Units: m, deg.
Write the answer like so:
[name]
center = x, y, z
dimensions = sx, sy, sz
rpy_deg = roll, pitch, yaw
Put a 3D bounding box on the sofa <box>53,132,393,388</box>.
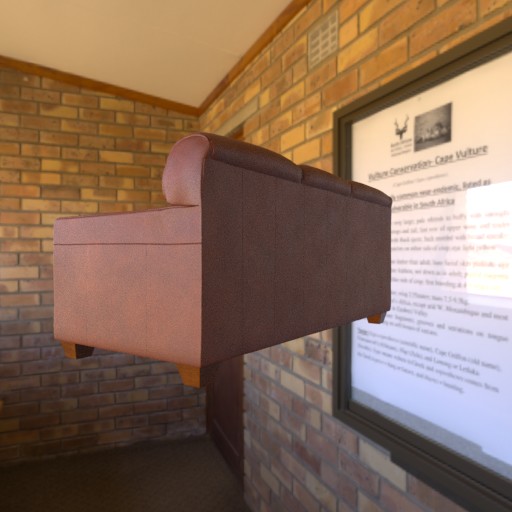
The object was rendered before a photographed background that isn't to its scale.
[sofa]
center = 0.000, 0.000, 2.626
dimensions = 1.008, 0.953, 2.039
rpy_deg = 0, 0, 35
